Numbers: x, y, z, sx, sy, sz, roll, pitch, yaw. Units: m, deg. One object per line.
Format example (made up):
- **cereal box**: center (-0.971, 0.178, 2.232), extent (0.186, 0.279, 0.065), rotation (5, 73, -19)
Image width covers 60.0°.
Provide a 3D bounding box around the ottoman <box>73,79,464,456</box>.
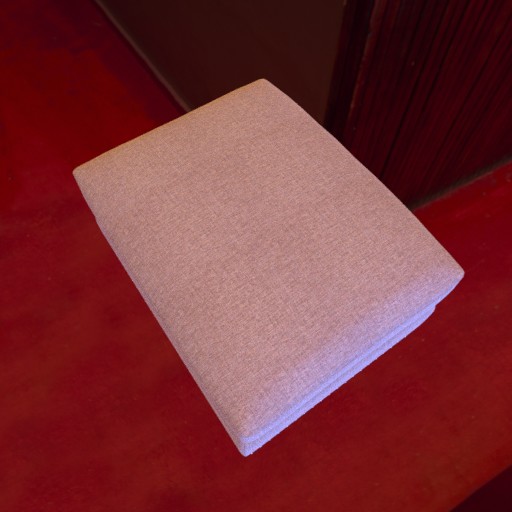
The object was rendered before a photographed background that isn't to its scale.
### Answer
- **ottoman**: center (0.000, 0.000, 1.140), extent (0.584, 0.513, 0.741), rotation (-32, 66, -16)
